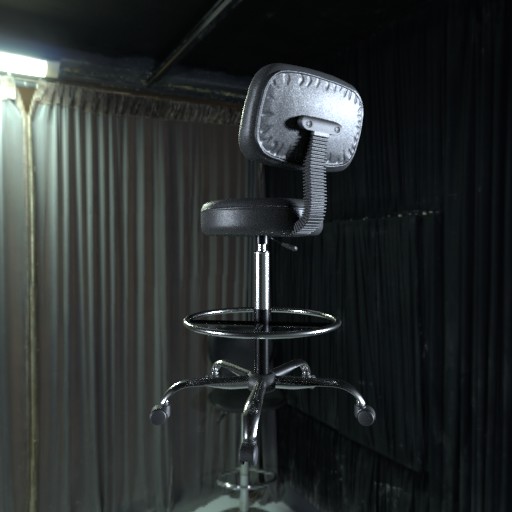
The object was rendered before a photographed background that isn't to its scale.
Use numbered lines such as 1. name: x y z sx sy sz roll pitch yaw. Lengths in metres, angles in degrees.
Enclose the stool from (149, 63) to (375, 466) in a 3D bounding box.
1. stool: 0.000 0.000 1.515 0.694 1.069 0.658 -1 2 -35
